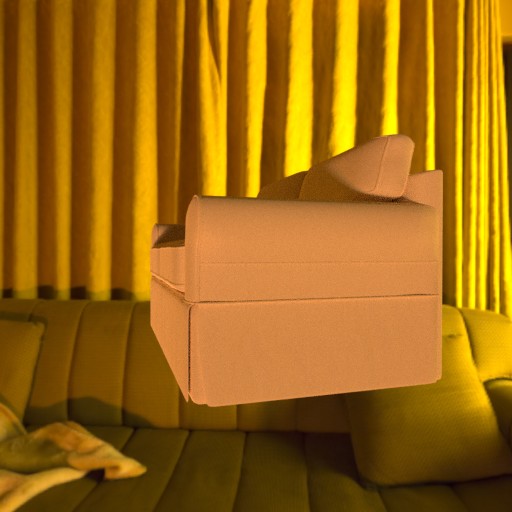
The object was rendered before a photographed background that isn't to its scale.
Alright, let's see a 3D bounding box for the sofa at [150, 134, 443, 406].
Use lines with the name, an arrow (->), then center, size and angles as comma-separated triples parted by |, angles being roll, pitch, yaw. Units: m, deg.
sofa -> 0.000, 0.000, 2.297 | 0.991, 0.940, 1.727 | 0, 1, -17
